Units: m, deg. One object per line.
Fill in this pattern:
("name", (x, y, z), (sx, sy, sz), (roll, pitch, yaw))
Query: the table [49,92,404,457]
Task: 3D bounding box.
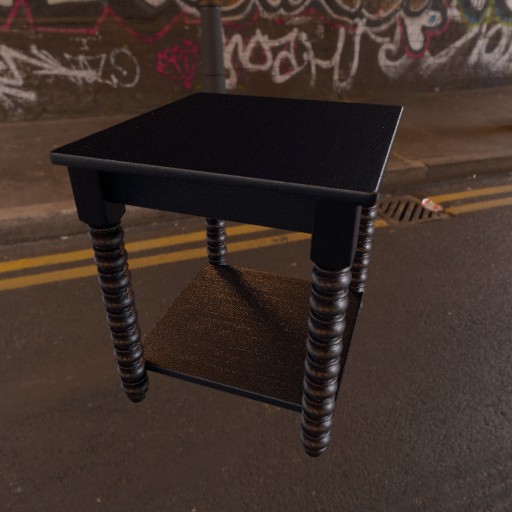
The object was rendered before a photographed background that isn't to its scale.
("table", (0.000, 0.000, 0.970), (0.500, 0.567, 0.533), (10, 32, 17))
